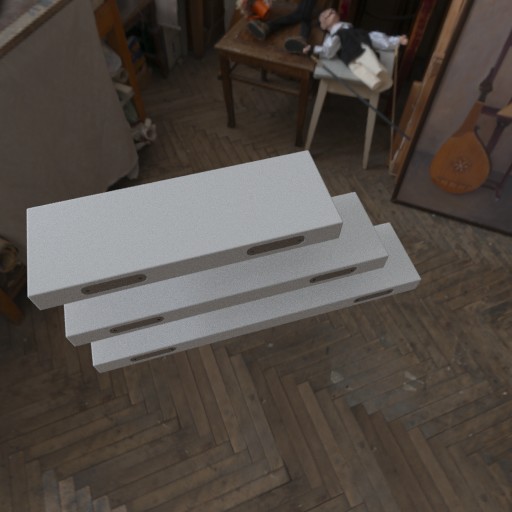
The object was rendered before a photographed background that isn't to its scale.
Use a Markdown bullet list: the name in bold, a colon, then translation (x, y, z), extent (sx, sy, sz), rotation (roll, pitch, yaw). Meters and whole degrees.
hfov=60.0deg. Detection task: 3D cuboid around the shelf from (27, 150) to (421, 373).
- **shelf**: translation (0.000, 0.000, 0.735), extent (0.610, 0.293, 0.140), rotation (-14, 59, -8)
